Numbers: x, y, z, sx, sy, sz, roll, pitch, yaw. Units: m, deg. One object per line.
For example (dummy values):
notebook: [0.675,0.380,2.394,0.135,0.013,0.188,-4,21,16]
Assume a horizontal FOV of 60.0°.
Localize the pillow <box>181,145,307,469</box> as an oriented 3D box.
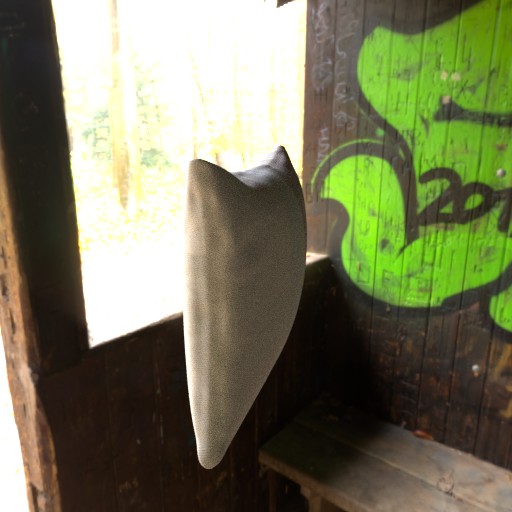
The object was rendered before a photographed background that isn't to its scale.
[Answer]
pillow: [0.000,0.000,0.635,0.139,0.305,0.506,3,15,10]
